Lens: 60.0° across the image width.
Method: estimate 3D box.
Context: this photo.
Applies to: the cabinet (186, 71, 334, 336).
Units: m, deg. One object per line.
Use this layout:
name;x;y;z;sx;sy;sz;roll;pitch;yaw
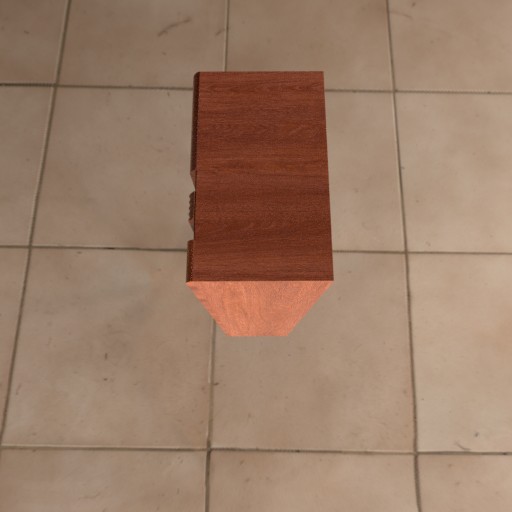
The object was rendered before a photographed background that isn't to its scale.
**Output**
cabinet;0.000;0.000;2.242;0.420;1.980;0.660;0;75;0
